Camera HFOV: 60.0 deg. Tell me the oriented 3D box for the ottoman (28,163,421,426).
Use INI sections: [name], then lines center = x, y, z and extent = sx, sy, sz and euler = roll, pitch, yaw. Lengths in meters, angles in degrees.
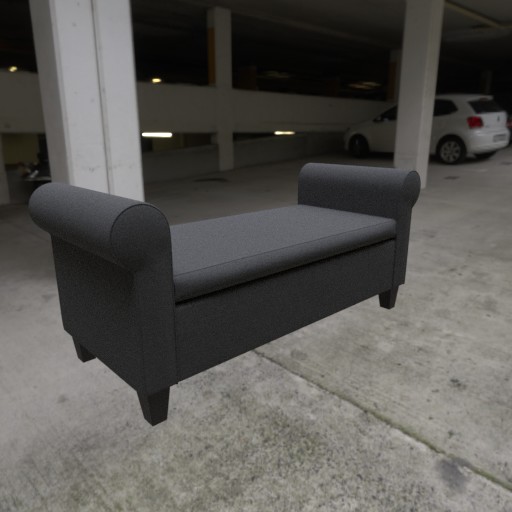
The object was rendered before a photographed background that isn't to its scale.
[ottoman]
center = 0.000, 0.000, 1.517
extent = 1.256, 0.547, 0.521
euler = -14, 21, -41
